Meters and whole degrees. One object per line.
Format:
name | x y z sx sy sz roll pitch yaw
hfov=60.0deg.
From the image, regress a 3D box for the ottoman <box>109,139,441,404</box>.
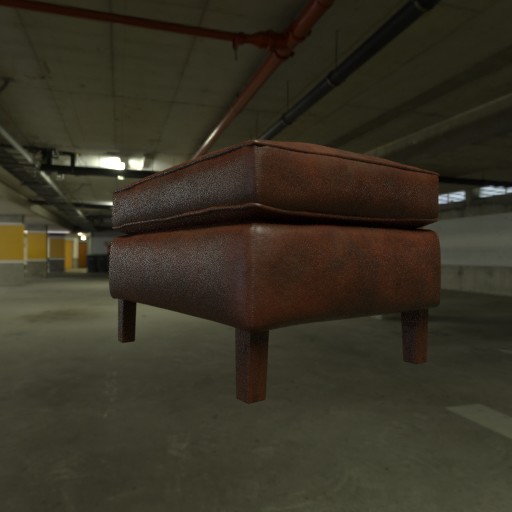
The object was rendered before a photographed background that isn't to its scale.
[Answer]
ottoman | 0.000 0.000 1.007 0.501 0.432 0.665 0 0 -35
